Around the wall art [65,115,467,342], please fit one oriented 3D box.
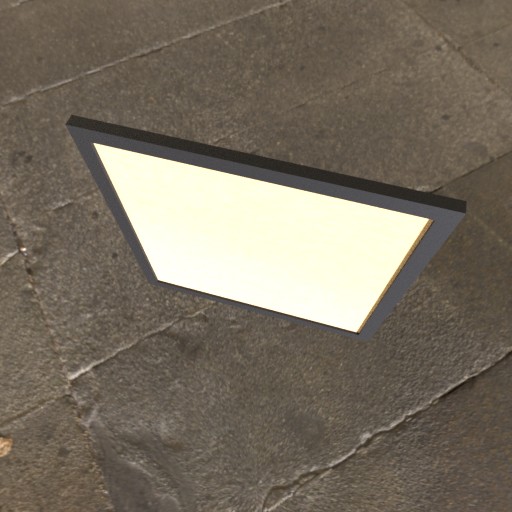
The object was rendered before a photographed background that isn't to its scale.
[{"bbox_3d":[0.000,0.000,0.540,0.356,0.356,0.013,14,63,7],"label":"wall art"}]
